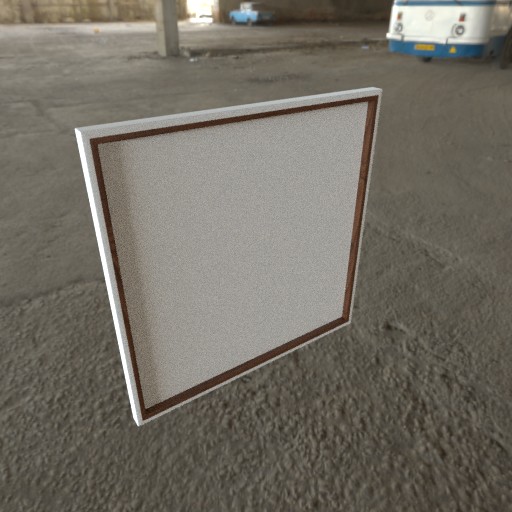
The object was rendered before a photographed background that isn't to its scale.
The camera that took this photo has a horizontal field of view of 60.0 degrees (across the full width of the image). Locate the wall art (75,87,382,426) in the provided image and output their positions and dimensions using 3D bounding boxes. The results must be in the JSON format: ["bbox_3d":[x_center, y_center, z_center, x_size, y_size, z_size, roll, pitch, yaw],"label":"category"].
[{"bbox_3d":[0.000,0.000,1.150,0.757,0.757,0.037,-19,35,-29],"label":"wall art"}]
